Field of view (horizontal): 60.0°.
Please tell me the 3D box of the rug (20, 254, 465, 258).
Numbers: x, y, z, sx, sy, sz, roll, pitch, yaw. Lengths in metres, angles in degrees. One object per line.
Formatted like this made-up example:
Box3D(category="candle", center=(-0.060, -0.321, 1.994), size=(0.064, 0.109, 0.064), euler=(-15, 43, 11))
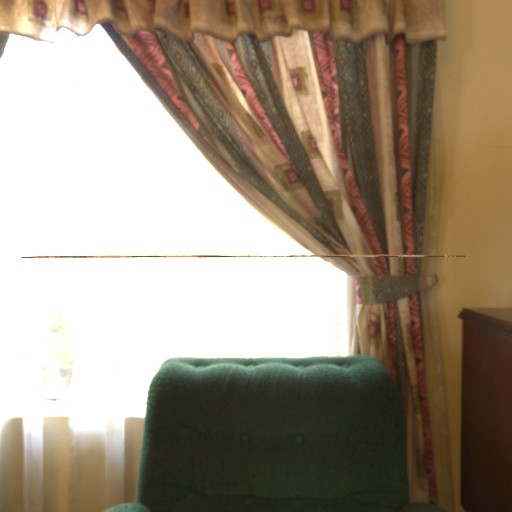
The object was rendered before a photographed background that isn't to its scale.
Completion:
Box3D(category="rug", center=(0.000, 0.000, 2.705), size=(2.440, 0.009, 0.760), euler=(0, 1, -17))
